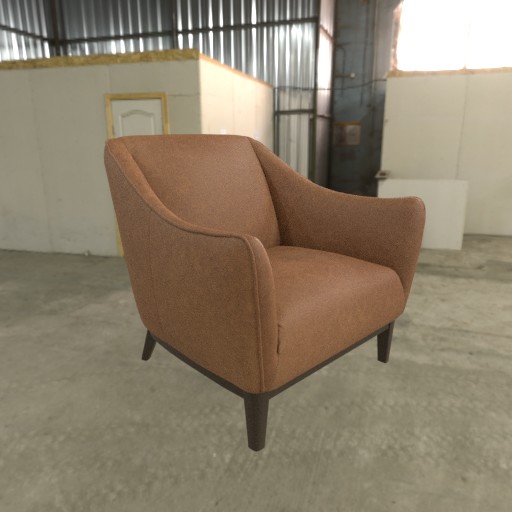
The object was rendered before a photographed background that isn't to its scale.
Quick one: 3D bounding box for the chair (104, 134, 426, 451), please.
[{"bbox_3d":[0.000,0.000,1.575,0.871,0.830,0.852,-15,22,-43],"label":"chair"}]
